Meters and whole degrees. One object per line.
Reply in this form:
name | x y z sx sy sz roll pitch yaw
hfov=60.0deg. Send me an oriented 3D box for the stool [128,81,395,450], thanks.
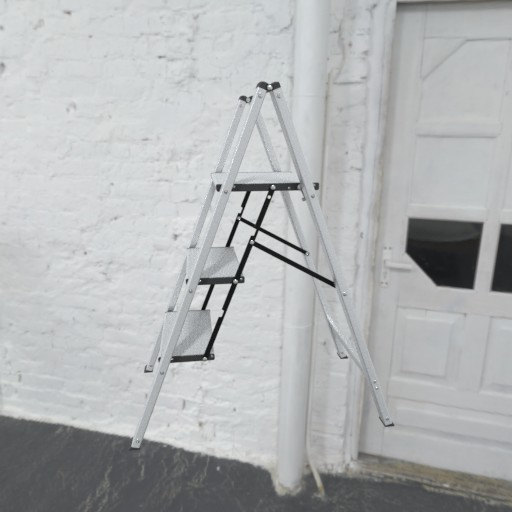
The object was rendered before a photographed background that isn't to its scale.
stool | 0.000 0.000 1.285 0.730 0.902 0.441 -2 16 -8
